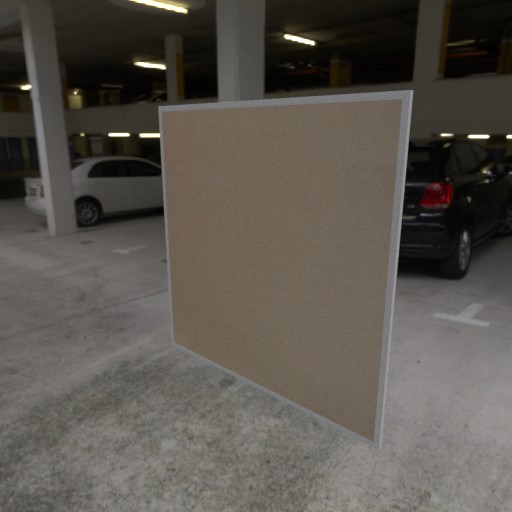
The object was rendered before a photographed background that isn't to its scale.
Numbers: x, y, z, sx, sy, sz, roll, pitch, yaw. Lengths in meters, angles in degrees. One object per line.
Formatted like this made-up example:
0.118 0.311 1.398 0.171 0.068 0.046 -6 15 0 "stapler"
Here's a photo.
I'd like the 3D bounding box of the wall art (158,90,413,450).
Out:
0.000 0.000 0.687 0.456 0.456 0.007 14 21 41 "wall art"
